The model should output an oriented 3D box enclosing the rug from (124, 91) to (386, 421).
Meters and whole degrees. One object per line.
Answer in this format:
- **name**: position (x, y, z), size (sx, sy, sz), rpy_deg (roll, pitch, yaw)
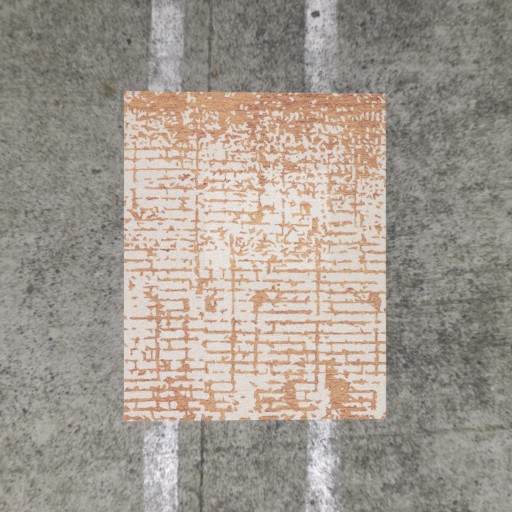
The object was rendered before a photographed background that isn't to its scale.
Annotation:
- **rug**: position (0.000, 0.000, 4.130), size (2.441, 0.011, 3.050), rpy_deg (0, 90, -2)
